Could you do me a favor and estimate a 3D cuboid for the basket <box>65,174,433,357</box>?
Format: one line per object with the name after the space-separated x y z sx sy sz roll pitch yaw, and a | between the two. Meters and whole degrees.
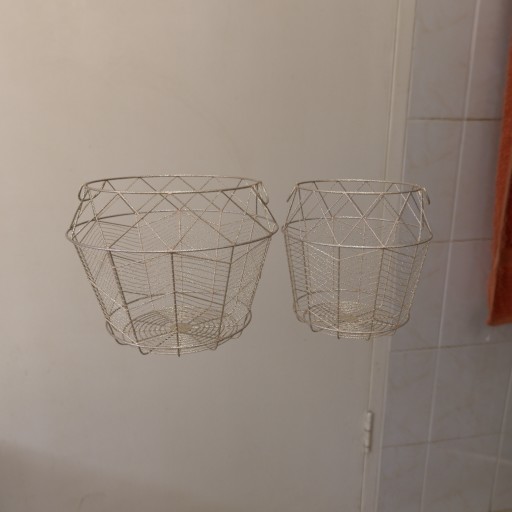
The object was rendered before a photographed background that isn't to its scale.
0.000 0.000 1.017 0.805 0.343 0.451 -2 15 -8 | basket
